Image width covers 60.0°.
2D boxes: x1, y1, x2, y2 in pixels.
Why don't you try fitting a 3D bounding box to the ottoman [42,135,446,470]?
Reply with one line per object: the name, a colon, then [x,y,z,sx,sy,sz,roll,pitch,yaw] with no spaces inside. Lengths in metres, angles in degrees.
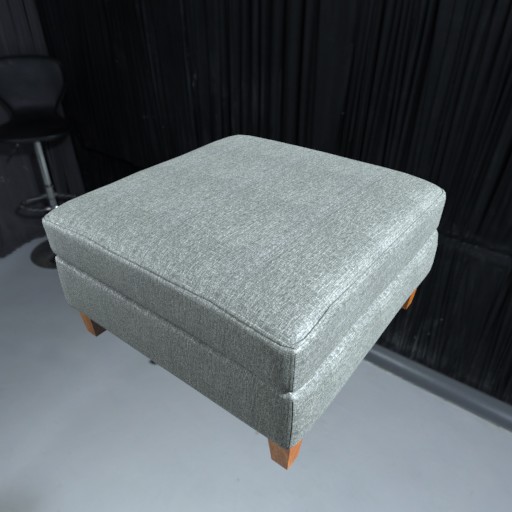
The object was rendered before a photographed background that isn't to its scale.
ottoman: [0.000,0.000,1.332,0.838,0.481,0.838,23,40,30]
